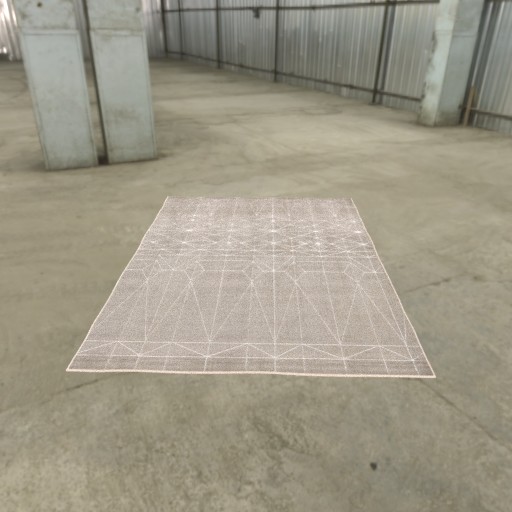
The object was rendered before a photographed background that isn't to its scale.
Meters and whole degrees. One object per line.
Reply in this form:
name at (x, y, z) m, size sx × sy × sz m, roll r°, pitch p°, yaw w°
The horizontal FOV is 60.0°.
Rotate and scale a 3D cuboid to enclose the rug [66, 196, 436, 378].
rug at (0.000, 0.000, 4.397) m, size 2.449 × 0.019 × 3.357 m, roll 1°, pitch 28°, yaw 1°
